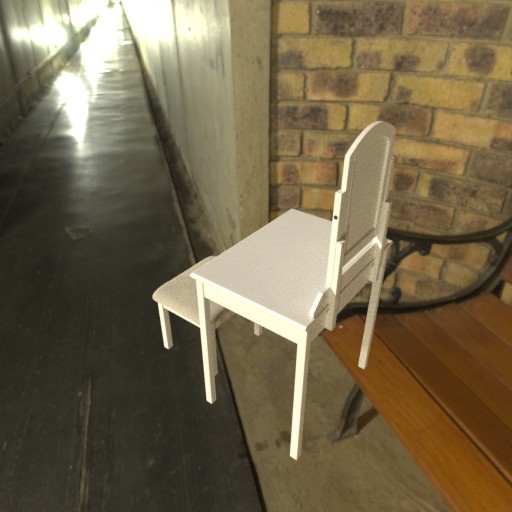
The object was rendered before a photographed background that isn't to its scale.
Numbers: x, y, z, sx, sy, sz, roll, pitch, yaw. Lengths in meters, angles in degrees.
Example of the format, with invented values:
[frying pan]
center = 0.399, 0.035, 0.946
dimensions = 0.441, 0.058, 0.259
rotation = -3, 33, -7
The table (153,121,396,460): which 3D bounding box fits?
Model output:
[table]
center = 0.000, 0.000, 2.412
dimensions = 1.211, 1.631, 0.876
rotation = 22, 39, 31
